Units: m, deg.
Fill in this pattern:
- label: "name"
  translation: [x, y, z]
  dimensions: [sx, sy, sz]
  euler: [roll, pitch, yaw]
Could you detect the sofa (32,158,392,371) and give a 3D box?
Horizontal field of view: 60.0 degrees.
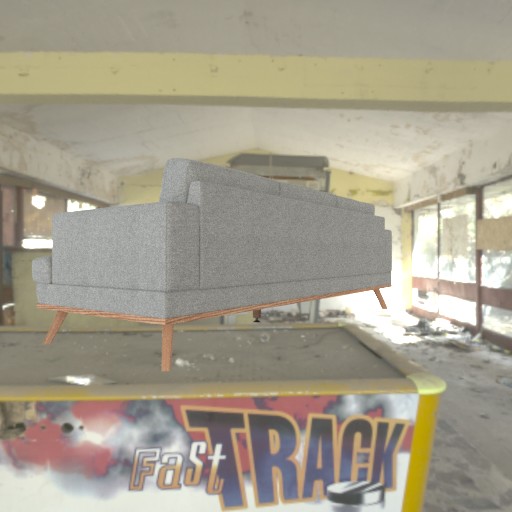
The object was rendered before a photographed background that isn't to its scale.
- label: "sofa"
  translation: [0.000, 0.000, 2.715]
  dimensions: [0.920, 0.810, 2.310]
  euler: [0, 0, 36]
